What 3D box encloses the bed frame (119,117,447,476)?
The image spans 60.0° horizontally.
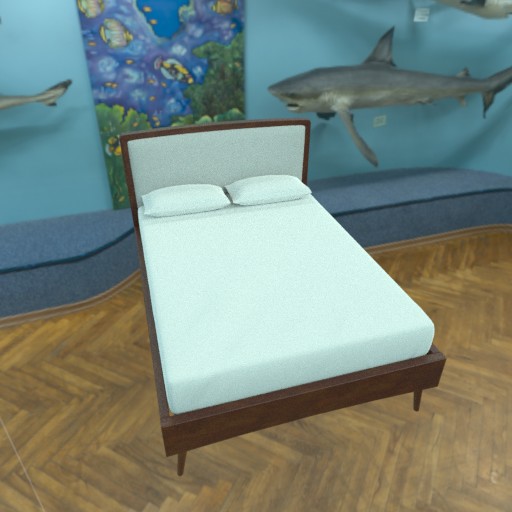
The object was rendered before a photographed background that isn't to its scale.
[{"bbox_3d":[0.000,0.000,3.088,1.587,1.279,2.171,-9,33,-14],"label":"bed frame"}]
